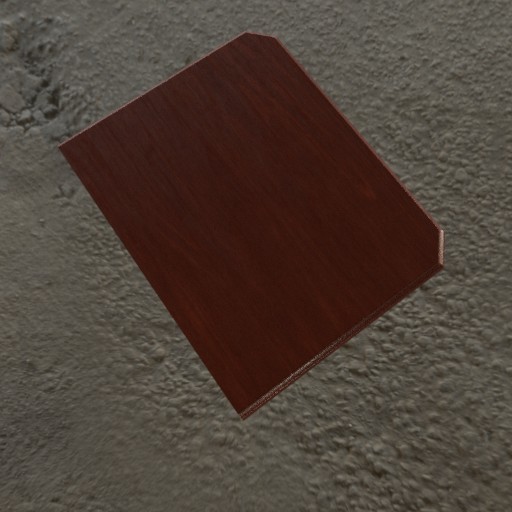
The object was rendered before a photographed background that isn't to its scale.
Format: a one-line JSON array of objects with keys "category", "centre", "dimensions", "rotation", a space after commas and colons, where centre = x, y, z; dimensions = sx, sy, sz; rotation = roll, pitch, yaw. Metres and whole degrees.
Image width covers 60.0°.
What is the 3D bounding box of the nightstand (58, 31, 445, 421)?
[{"category": "nightstand", "centre": [0.000, 0.000, 0.901], "dimensions": [0.351, 0.681, 0.435], "rotation": [-35, 79, -8]}]
